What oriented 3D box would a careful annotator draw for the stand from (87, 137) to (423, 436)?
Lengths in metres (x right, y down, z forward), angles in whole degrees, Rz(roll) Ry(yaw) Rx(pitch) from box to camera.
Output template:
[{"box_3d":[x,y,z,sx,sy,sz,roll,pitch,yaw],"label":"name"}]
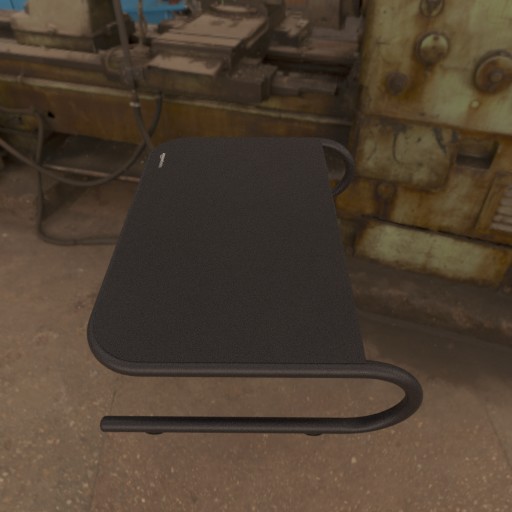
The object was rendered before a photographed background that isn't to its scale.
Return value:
[{"box_3d":[0.000,0.000,0.503,0.280,0.108,0.370,0,43,0],"label":"stand"}]
